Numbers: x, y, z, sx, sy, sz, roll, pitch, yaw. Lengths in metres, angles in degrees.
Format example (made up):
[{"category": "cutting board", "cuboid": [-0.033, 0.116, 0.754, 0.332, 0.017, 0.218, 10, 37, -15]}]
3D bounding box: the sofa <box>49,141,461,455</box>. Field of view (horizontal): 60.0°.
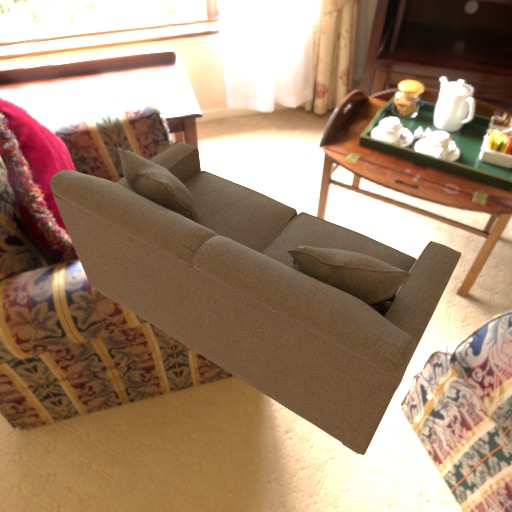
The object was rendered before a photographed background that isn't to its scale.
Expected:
[{"category": "sofa", "cuboid": [0.000, 0.000, 2.387, 1.846, 0.958, 1.000, 26, 51, 23]}]
